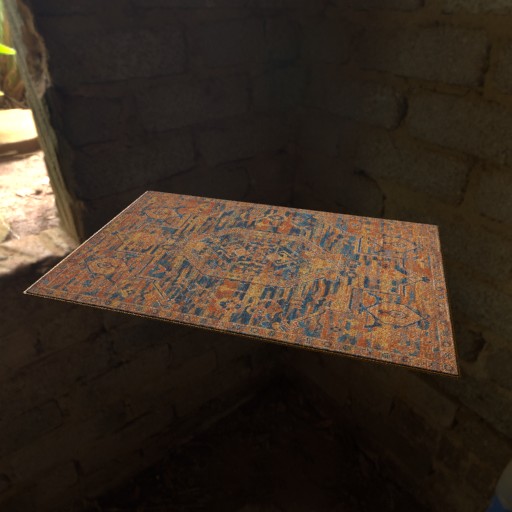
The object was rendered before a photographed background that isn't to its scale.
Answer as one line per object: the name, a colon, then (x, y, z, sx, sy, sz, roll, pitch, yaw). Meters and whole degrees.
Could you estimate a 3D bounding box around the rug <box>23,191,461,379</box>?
rug: (0.000, 0.000, 1.059, 0.863, 0.008, 0.557, 8, 33, 13)
